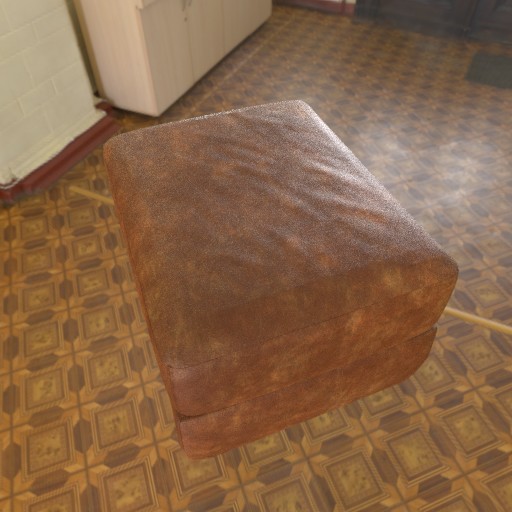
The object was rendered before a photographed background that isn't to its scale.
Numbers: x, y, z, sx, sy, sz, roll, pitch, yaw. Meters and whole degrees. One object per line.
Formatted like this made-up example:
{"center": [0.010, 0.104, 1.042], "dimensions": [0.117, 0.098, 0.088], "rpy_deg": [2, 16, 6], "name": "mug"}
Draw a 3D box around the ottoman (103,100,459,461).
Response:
{"center": [0.000, 0.000, 1.122], "dimensions": [0.603, 0.476, 0.751], "rpy_deg": [-16, 49, -14], "name": "ottoman"}
